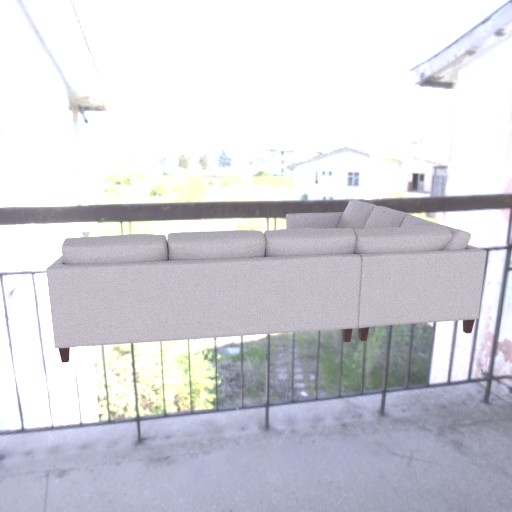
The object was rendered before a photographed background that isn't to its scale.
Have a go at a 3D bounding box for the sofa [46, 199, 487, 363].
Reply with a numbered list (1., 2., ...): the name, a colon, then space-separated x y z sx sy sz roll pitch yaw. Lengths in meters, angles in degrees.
1. sofa: 0.000 0.000 4.320 3.182 0.863 2.432 -2 13 -9
